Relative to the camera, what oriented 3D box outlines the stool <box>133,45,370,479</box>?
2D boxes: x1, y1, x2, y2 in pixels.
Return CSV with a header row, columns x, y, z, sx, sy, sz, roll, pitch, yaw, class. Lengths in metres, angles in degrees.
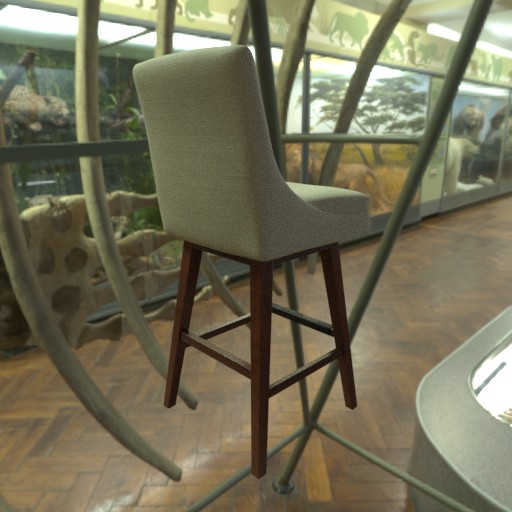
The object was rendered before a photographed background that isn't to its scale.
x,y,z,sx,sy,sz,roll,pitch,yaw,class
0.000,0.000,1.365,0.559,1.097,0.470,-15,22,-42,stool
